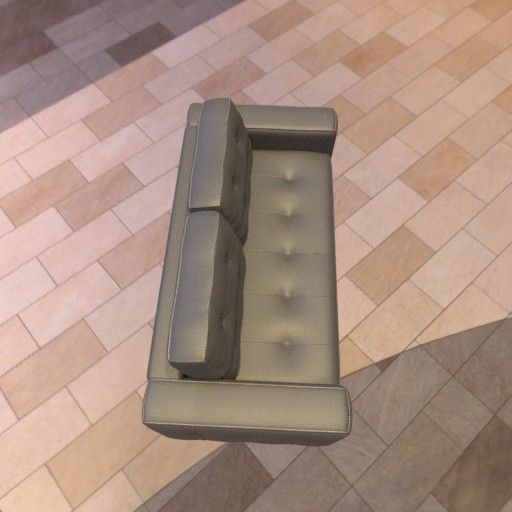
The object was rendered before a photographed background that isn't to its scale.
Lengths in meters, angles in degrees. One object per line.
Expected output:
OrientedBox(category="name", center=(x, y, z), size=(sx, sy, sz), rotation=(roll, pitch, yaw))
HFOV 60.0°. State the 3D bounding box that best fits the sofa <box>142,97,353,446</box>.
OrientedBox(category="sofa", center=(0.000, 0.000, 2.244), size=(0.833, 0.893, 1.726), rotation=(2, 63, 1))
